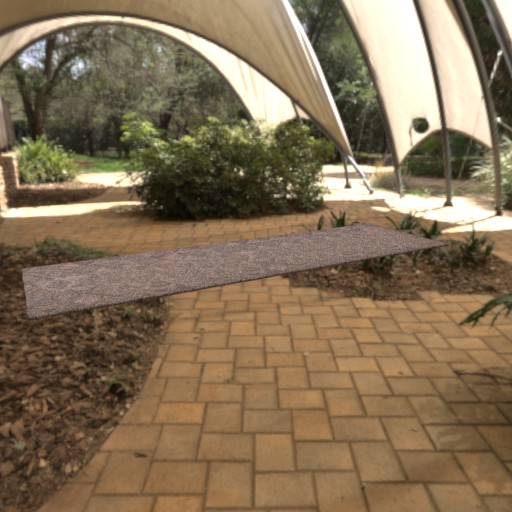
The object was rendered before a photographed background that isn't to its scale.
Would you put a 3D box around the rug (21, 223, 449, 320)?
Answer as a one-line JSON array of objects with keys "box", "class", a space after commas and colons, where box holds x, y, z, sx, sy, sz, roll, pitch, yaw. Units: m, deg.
[{"box": [0.000, 0.000, 2.450, 2.296, 0.011, 0.691, -9, 18, -27], "class": "rug"}]
